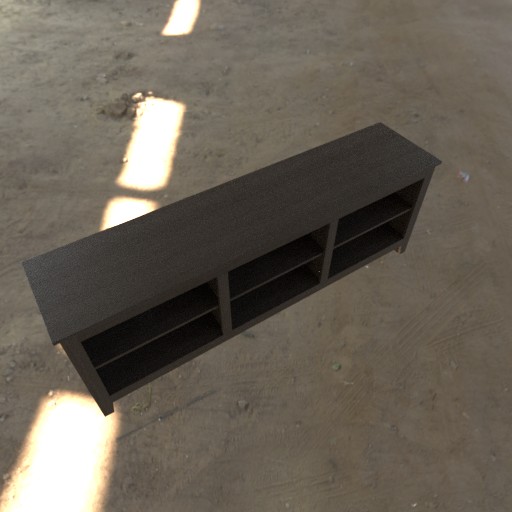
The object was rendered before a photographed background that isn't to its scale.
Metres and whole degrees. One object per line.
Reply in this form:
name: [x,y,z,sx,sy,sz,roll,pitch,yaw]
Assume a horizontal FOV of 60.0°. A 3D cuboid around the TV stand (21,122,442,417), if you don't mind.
TV stand: [0.000,0.000,2.052,1.778,0.610,0.406,-25,52,-22]
